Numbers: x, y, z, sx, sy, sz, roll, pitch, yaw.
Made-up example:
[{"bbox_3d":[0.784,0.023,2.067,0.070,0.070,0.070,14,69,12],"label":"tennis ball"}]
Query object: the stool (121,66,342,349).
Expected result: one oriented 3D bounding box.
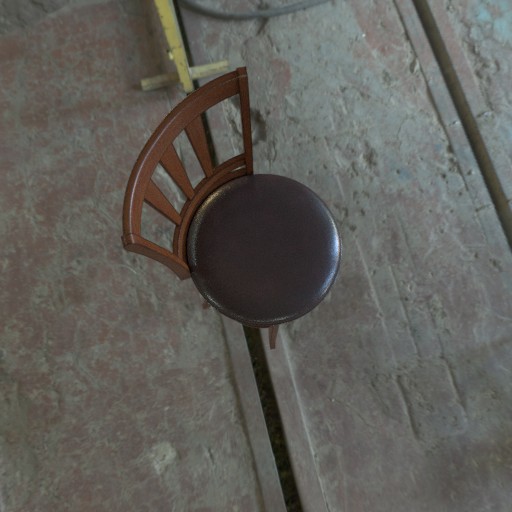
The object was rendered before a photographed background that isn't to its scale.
[{"bbox_3d":[0.000,0.000,1.446,0.503,1.177,0.464,30,79,7],"label":"stool"}]
